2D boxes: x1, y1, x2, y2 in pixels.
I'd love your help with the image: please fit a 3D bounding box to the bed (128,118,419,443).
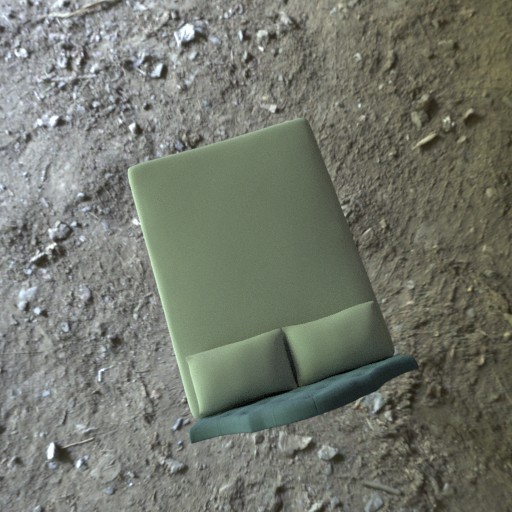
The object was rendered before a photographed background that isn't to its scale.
[{"bbox_3d":[0.000,0.000,3.271,1.636,1.575,2.155,-17,77,-4],"label":"bed"}]
